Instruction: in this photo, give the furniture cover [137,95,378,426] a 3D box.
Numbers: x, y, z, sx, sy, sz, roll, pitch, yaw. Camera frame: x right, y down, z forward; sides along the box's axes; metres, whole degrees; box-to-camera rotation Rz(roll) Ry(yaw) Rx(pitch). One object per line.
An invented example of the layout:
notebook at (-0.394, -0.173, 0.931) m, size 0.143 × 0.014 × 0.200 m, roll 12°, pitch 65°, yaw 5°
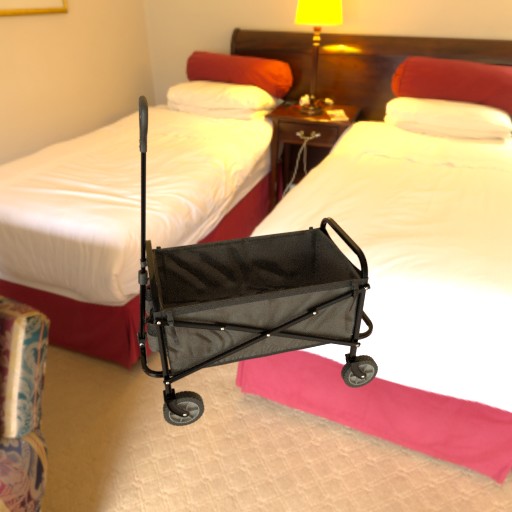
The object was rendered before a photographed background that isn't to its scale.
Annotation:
furniture cover at (0.000, 0.000, 1.823) m, size 1.038 × 1.295 × 0.532 m, roll -8°, pitch 32°, yaw -13°
